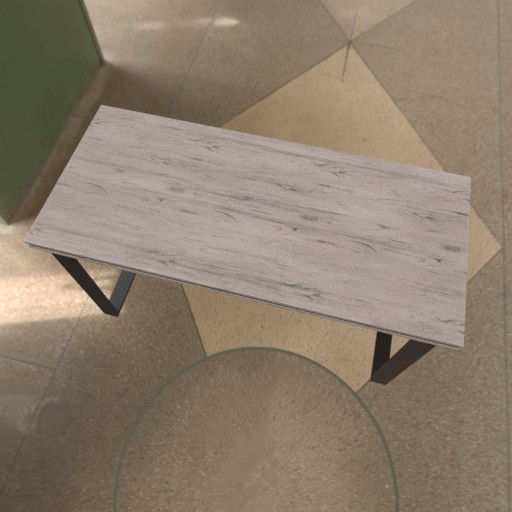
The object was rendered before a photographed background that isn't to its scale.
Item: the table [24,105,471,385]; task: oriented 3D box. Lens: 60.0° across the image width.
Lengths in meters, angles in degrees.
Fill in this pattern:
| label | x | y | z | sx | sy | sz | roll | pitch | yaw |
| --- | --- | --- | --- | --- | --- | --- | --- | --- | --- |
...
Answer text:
| label | x | y | z | sx | sy | sz | roll | pitch | yaw |
| --- | --- | --- | --- | --- | --- | --- | --- | --- | --- |
| table | 0.000 | 0.000 | 2.303 | 1.778 | 0.899 | 0.795 | 13 | 63 | 7 |
